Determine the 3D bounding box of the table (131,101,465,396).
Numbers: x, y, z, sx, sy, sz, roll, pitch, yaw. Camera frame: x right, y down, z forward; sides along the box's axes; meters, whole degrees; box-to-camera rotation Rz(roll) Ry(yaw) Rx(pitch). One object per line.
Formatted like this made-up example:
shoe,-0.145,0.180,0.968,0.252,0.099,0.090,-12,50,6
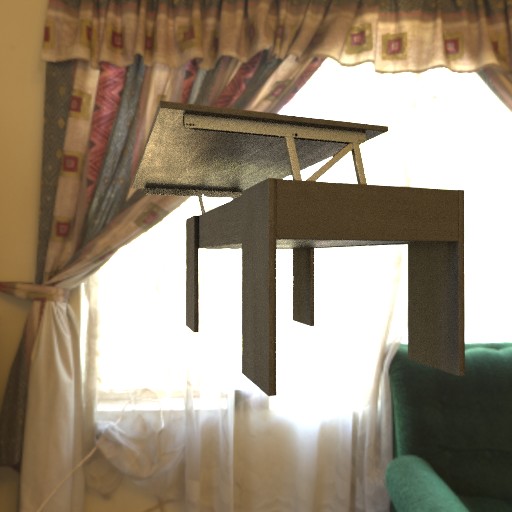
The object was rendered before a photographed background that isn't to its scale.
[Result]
table,0.000,0.000,1.405,0.711,0.570,1.000,0,0,-19
